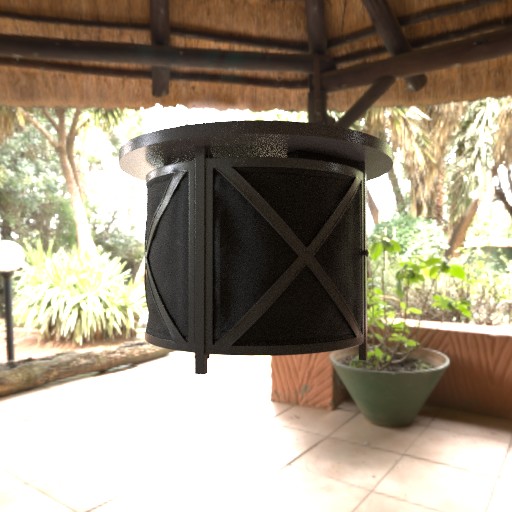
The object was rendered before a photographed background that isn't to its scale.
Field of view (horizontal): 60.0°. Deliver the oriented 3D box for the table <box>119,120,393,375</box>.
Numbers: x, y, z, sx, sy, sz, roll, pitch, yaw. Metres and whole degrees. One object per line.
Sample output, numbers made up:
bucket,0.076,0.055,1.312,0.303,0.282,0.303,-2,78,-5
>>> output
table,0.000,0.000,1.539,0.914,0.650,0.914,0,-1,0
